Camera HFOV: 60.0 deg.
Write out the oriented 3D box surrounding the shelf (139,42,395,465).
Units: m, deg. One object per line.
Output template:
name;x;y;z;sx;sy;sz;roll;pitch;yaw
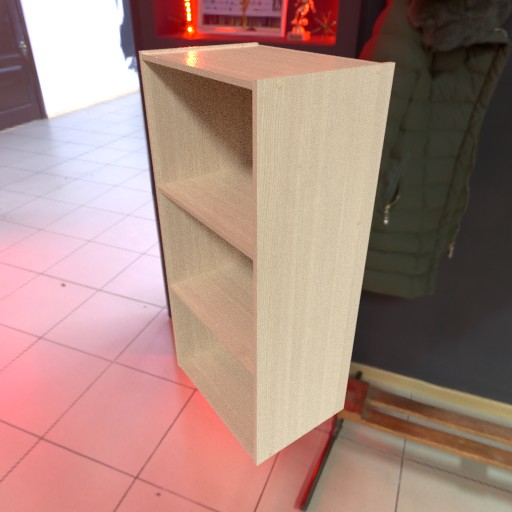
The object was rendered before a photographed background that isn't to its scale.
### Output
shelf;0.000;0.000;1.059;0.292;0.876;0.417;-20;37;-30
